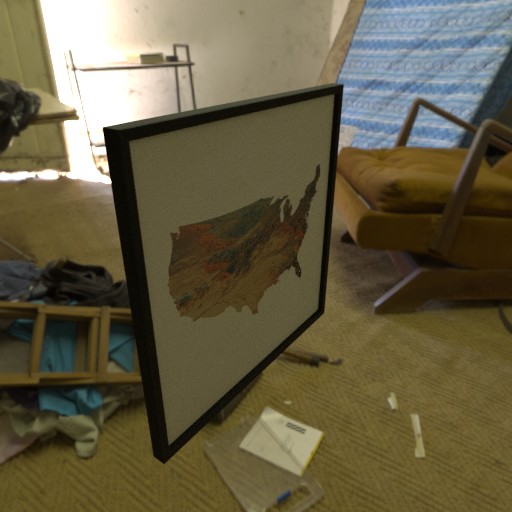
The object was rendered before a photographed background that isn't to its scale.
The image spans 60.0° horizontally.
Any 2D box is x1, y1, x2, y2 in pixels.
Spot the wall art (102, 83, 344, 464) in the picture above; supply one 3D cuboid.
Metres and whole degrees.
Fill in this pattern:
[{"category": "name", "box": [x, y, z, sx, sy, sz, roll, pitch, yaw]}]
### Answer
[{"category": "wall art", "box": [0.000, 0.000, 0.452, 0.015, 0.303, 0.304, 19, 33, 32]}]
